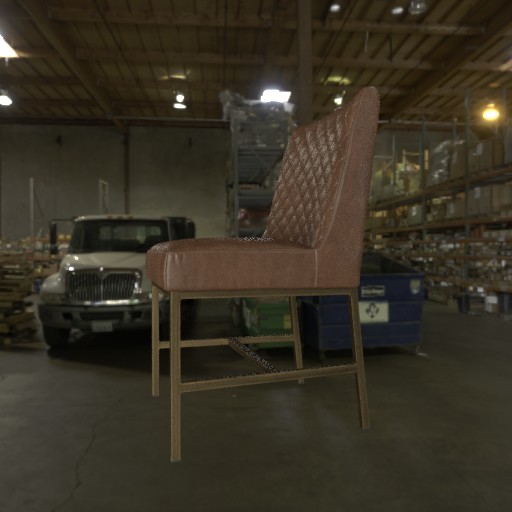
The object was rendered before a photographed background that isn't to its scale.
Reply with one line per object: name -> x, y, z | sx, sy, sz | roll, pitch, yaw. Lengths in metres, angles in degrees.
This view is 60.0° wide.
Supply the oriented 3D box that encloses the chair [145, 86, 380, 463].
chair -> 0.000, 0.000, 1.267 | 0.587, 0.889, 0.508 | 0, 1, -18
